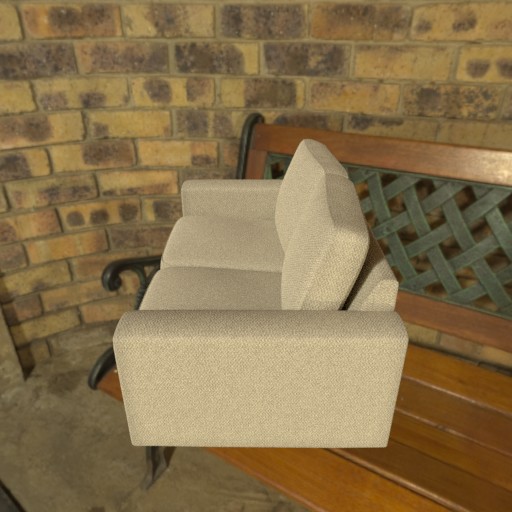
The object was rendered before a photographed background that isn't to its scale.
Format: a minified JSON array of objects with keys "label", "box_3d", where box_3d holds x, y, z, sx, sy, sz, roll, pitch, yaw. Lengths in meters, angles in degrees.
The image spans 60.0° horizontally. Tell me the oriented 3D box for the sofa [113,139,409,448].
[{"label":"sofa","box_3d":[0.000,0.000,2.207,1.016,0.873,1.616,0,28,0]}]
